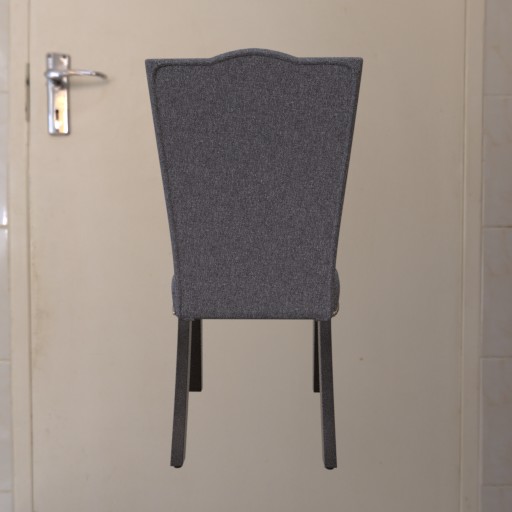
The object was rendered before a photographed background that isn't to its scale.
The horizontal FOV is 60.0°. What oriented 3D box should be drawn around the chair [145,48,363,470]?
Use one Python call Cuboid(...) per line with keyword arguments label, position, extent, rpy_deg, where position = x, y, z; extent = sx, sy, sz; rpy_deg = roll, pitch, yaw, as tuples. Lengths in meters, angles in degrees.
Cuboid(label="chair", position=(0.000, 0.000, 1.269), extent=(0.518, 0.946, 0.589), rpy_deg=(0, 1, 1))
